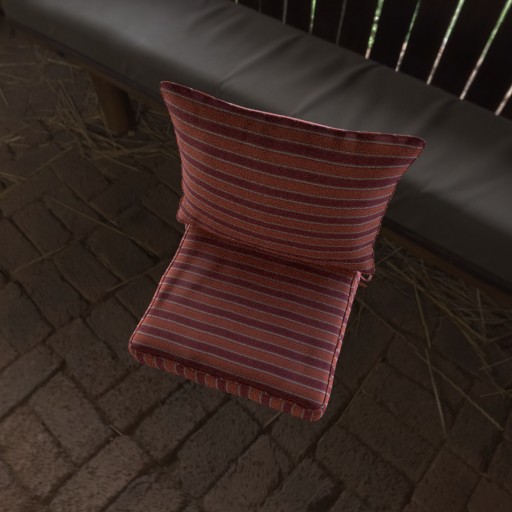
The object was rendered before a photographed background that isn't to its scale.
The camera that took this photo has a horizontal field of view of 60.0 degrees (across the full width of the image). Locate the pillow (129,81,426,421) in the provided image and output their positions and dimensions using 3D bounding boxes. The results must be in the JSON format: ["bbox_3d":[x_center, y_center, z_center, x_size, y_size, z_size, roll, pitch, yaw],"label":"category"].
[{"bbox_3d":[0.000,0.000,1.418,0.799,0.723,0.733,16,59,10],"label":"pillow"}]
